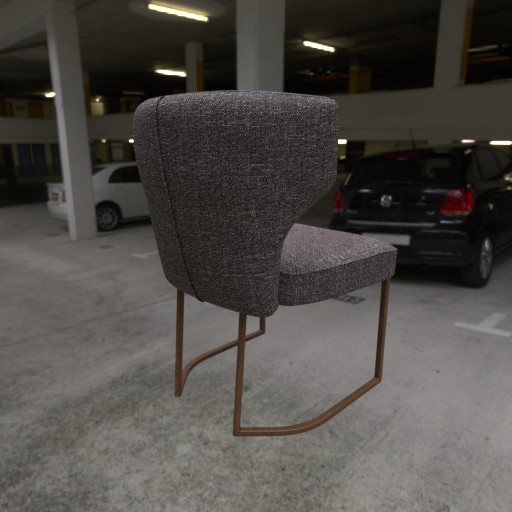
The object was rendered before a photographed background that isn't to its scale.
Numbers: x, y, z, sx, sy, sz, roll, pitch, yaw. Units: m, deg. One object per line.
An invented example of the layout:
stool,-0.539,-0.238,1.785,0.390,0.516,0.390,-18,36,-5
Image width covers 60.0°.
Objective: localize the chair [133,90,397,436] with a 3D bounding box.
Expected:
chair,0.000,0.000,1.246,0.611,0.824,0.617,14,20,43
